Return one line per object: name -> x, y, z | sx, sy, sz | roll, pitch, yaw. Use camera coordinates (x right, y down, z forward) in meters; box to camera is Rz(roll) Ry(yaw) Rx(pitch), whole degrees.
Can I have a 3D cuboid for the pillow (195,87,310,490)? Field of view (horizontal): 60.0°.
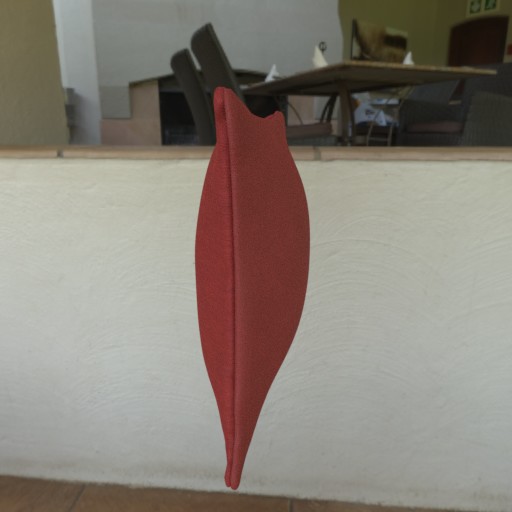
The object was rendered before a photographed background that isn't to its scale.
pillow -> 0.000, 0.000, 0.634 | 0.151, 0.416, 0.435 | 3, 16, 9
